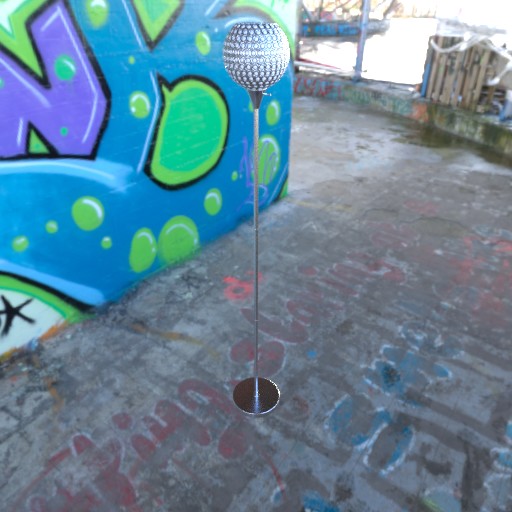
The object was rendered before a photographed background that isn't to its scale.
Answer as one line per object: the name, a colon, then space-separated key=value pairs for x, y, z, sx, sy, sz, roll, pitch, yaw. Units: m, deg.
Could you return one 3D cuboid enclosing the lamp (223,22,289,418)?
lamp: x=0.000 y=0.000 z=1.937 sx=0.254 sy=1.805 sz=0.254 roll=0 pitch=31 yaw=0
